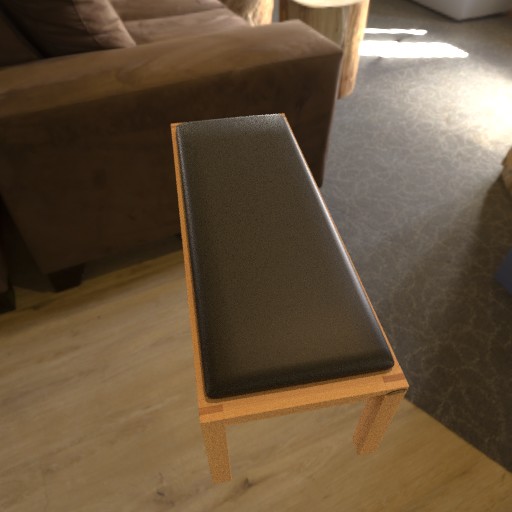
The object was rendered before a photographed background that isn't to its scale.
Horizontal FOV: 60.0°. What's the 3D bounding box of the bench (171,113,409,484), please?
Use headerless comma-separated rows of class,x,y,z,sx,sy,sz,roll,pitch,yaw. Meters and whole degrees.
bench,0.000,0.000,1.452,0.450,0.430,1.202,-8,47,-7
